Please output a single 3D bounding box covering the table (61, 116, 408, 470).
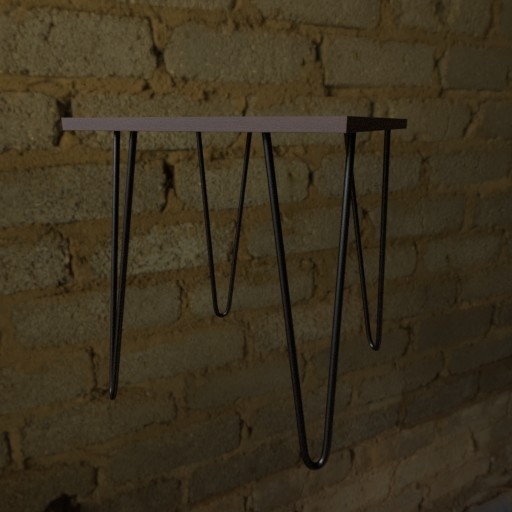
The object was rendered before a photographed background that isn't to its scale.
[{"bbox_3d":[0.000,0.000,0.942,0.495,0.559,0.495,8,19,25],"label":"table"}]
